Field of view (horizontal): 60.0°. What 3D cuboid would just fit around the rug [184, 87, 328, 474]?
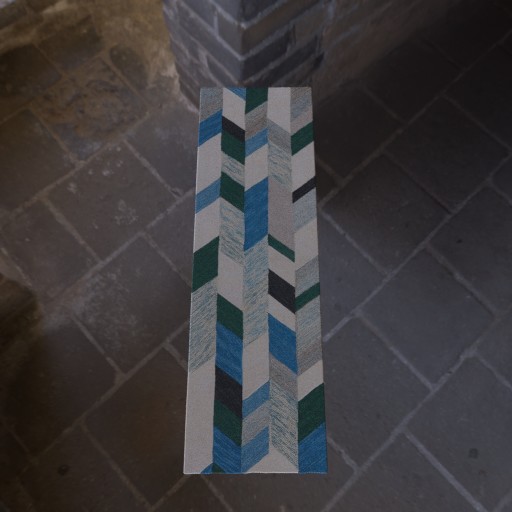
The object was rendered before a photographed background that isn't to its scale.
[{"bbox_3d":[0.000,0.000,2.722,0.774,0.008,2.437,0,74,0],"label":"rug"}]
